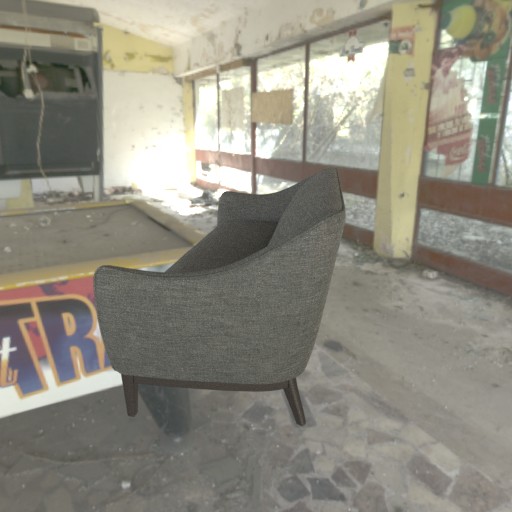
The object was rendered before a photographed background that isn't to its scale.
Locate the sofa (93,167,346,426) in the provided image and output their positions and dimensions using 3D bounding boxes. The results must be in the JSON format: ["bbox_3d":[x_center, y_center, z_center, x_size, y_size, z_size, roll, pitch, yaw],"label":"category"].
[{"bbox_3d":[0.000,0.000,2.395,0.867,0.829,1.928,3,16,9],"label":"sofa"}]
